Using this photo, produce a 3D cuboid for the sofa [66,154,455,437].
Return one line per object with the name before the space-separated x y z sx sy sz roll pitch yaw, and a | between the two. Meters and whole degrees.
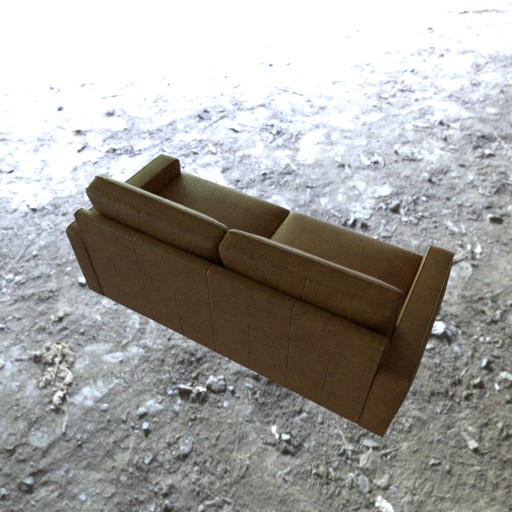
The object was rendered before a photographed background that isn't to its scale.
sofa | 0.000 0.000 2.705 2.156 0.928 0.991 22 49 20
